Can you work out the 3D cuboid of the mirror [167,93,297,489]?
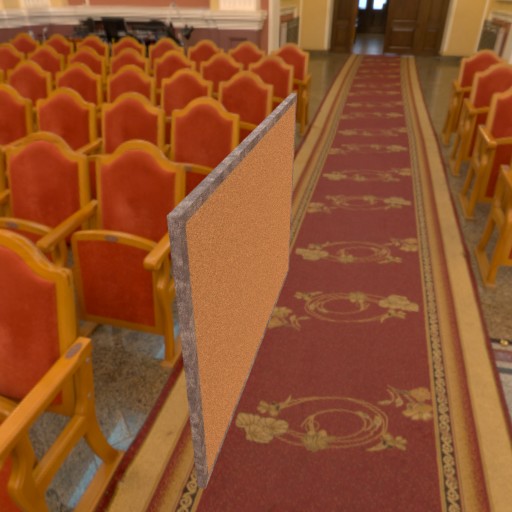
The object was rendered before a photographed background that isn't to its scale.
[{"bbox_3d":[0.000,0.000,1.424,0.022,0.795,1.101,8,32,13],"label":"mirror"}]
